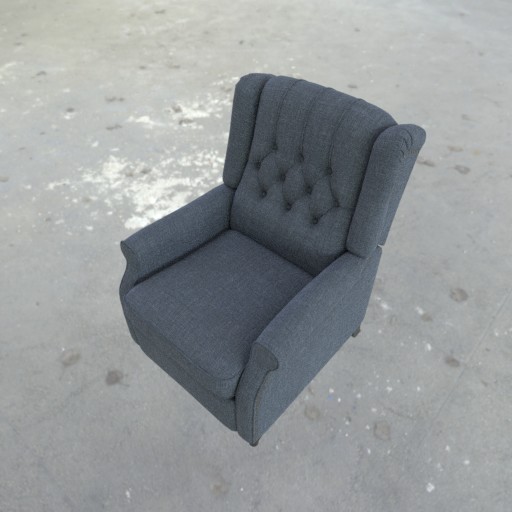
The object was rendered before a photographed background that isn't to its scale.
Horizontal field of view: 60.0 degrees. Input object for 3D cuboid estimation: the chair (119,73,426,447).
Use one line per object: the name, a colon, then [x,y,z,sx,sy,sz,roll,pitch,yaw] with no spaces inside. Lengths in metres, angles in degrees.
chair: [0.000,0.000,1.625,0.742,1.035,0.898,32,53,28]
